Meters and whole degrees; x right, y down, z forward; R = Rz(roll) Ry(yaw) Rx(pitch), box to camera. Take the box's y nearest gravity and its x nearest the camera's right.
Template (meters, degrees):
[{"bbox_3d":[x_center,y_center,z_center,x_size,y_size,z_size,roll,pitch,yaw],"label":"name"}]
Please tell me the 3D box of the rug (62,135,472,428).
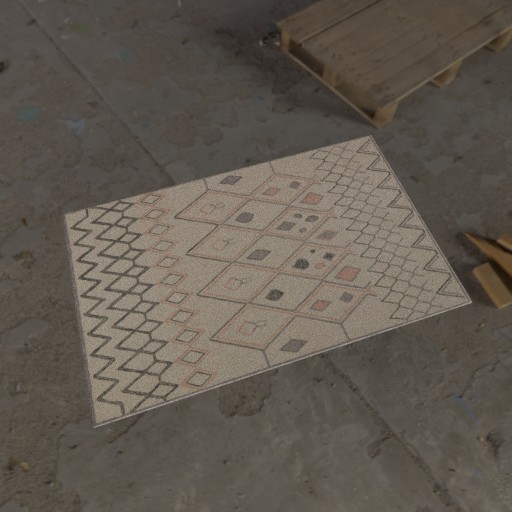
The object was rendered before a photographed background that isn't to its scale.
[{"bbox_3d":[0.000,0.000,3.025,2.438,0.015,1.524,-16,63,-9],"label":"rug"}]
